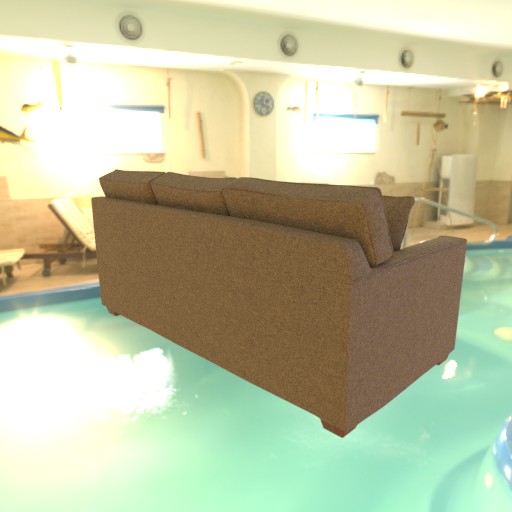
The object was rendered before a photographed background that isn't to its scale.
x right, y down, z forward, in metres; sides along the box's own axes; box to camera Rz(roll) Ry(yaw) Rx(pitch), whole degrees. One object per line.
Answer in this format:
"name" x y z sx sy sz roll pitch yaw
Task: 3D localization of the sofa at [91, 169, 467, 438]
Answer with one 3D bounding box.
"sofa" 0.000 0.000 2.534 1.034 0.946 1.963 -13 19 -43
